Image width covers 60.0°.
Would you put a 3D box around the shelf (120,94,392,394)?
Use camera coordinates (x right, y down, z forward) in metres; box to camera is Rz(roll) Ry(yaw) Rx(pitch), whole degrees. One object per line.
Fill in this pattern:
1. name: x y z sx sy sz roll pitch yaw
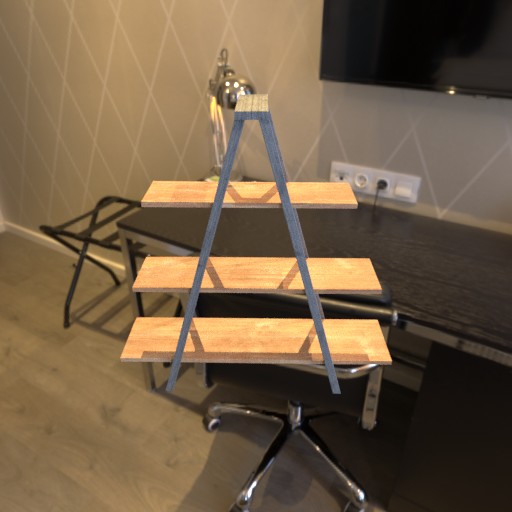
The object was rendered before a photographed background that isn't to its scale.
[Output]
1. shelf: 0.000 0.000 2.700 1.746 1.808 0.508 1 30 1
